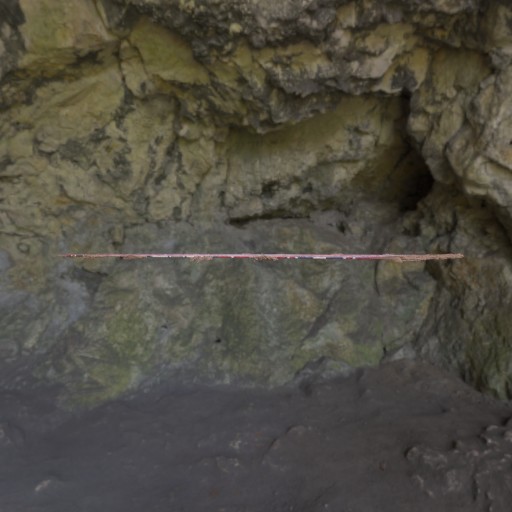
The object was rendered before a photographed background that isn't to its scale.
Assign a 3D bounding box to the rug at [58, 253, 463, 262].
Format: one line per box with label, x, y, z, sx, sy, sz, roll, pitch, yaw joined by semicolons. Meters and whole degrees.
rug;0.000;0.000;2.559;2.025;0.040;1.469;0;1;35
